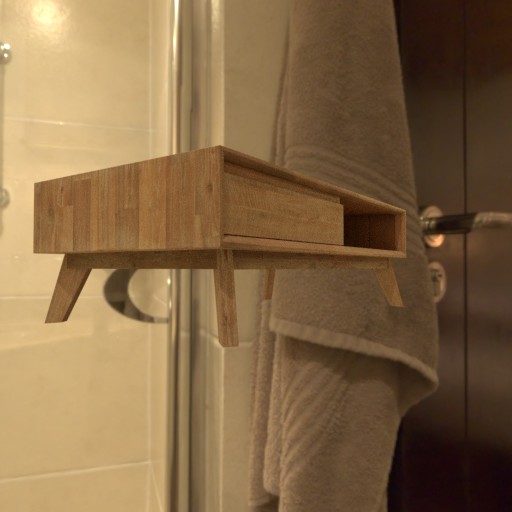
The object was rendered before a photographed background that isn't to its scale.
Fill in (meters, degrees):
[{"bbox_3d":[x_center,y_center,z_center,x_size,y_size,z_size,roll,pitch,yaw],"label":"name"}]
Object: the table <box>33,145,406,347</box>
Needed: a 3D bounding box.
[{"bbox_3d":[0.000,0.000,2.065,0.918,0.531,1.619,-1,-2,35],"label":"table"}]
